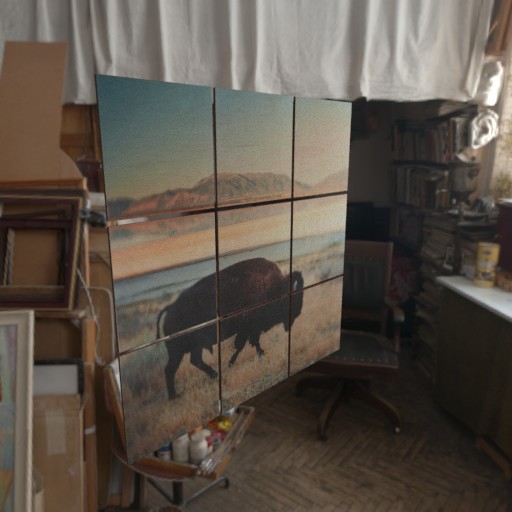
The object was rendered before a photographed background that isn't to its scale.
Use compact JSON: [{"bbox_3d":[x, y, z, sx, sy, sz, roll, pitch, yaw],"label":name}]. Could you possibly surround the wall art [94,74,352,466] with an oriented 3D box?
[{"bbox_3d":[0.000,0.000,2.199,0.019,1.532,1.533,14,20,43],"label":"wall art"}]
